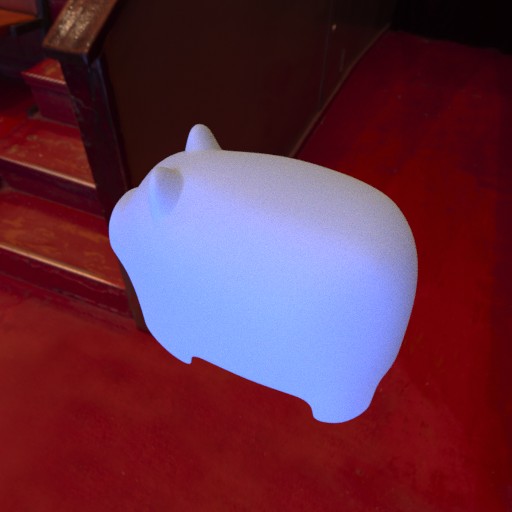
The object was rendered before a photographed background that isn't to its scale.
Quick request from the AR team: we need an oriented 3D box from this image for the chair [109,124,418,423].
[{"bbox_3d":[0.000,0.000,0.861,0.619,0.423,0.364,17,50,15],"label":"chair"}]
